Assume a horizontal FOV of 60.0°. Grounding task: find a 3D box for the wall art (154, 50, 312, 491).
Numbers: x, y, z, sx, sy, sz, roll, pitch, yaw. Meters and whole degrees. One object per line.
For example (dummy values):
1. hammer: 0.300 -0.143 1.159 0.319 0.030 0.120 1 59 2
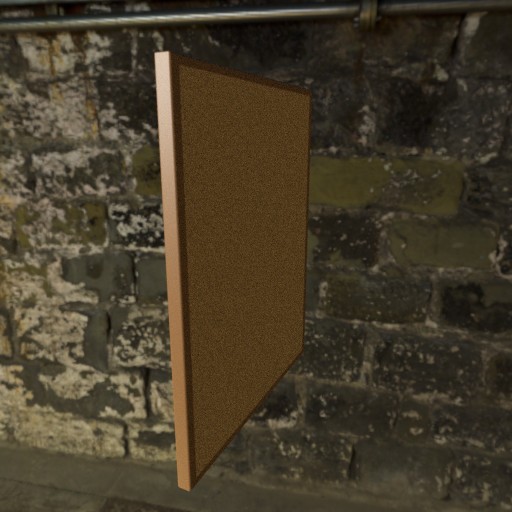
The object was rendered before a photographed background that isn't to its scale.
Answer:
1. wall art: 0.000 0.000 0.727 0.021 0.550 0.449 7 17 25
